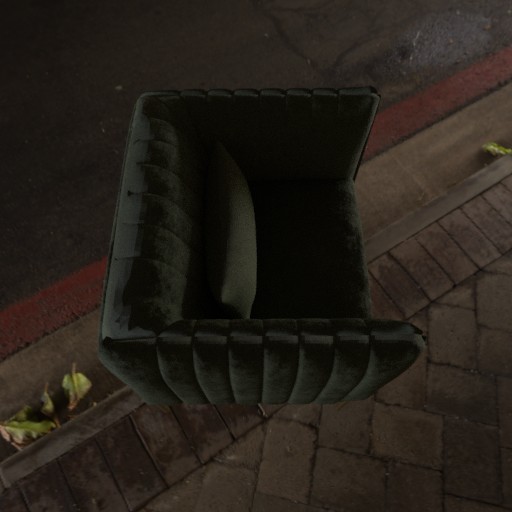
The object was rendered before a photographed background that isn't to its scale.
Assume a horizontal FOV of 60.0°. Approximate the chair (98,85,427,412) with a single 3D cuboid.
[{"bbox_3d":[0.000,0.000,1.653,0.877,0.794,1.032,0,63,0],"label":"chair"}]
